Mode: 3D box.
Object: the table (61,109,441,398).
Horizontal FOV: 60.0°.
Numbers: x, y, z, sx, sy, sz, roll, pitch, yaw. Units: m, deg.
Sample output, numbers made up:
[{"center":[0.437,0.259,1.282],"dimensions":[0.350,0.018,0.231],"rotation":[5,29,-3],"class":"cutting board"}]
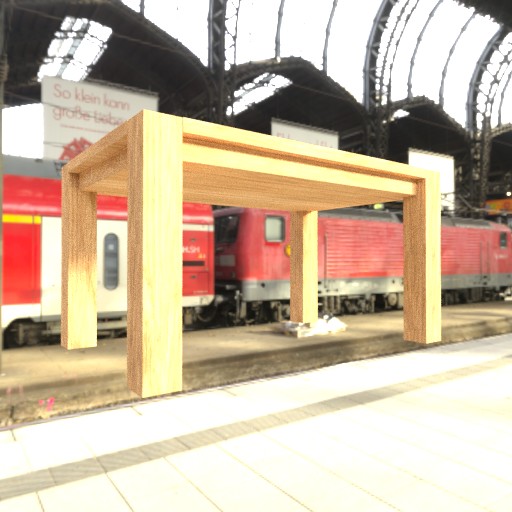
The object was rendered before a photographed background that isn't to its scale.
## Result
[{"center":[0.000,0.000,1.939],"dimensions":[1.400,0.760,0.900],"rotation":[0,-1,-36],"class":"table"}]
